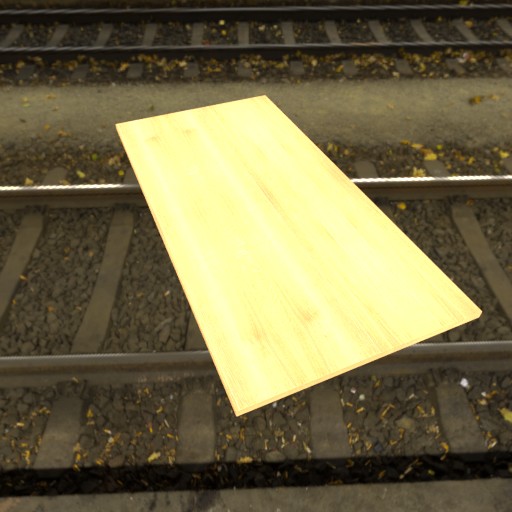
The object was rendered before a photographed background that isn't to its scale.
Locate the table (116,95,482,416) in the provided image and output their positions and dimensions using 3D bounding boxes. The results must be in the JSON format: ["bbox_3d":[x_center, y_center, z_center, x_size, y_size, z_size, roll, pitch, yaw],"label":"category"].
[{"bbox_3d":[0.000,0.000,2.232,0.900,0.750,1.800,-17,47,-16],"label":"table"}]
